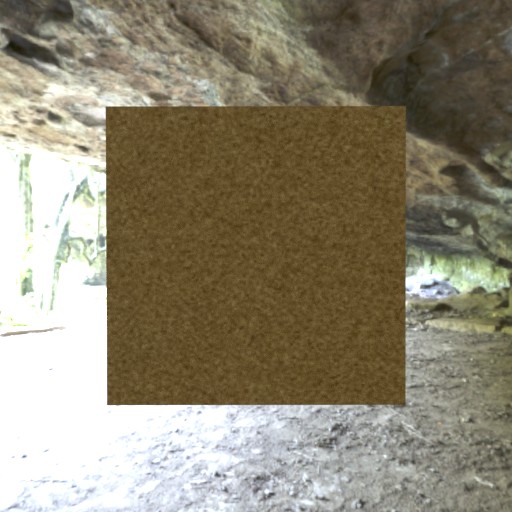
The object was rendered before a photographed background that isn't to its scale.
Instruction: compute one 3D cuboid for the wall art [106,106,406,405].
[{"bbox_3d":[0.000,0.000,0.666,0.446,0.445,0.014,0,0,0],"label":"wall art"}]
